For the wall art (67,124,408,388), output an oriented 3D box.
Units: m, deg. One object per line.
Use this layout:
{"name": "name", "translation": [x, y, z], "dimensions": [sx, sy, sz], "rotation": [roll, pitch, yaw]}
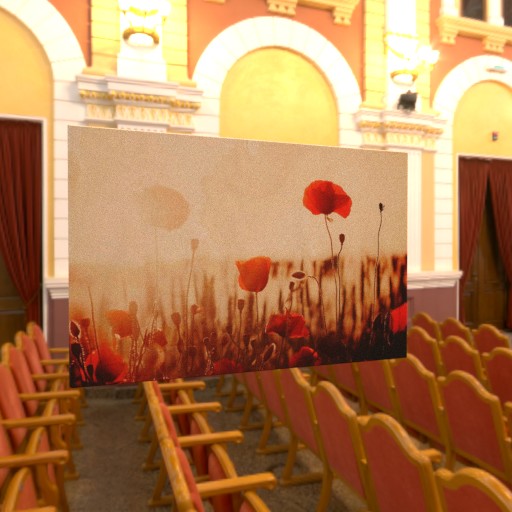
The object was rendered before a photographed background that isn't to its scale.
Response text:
{"name": "wall art", "translation": [0.000, 0.000, 0.788], "dimensions": [0.613, 0.402, 0.040], "rotation": [0, 1, -18]}
